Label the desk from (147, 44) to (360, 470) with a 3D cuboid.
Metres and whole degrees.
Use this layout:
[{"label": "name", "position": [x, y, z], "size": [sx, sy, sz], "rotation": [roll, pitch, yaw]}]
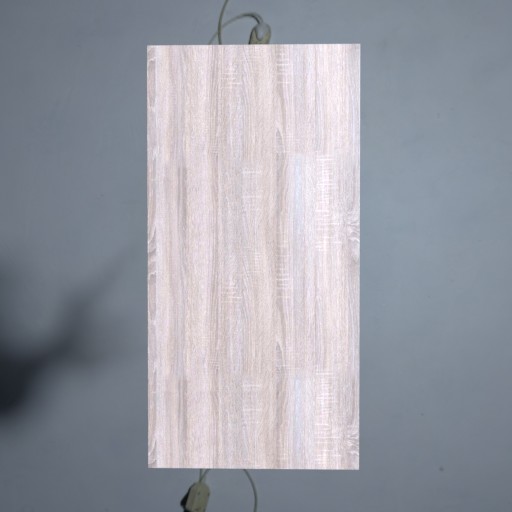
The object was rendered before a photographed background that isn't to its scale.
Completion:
[{"label": "desk", "position": [0.000, 0.000, 1.416], "size": [0.495, 0.762, 0.991], "rotation": [0, 91, 1]}]
